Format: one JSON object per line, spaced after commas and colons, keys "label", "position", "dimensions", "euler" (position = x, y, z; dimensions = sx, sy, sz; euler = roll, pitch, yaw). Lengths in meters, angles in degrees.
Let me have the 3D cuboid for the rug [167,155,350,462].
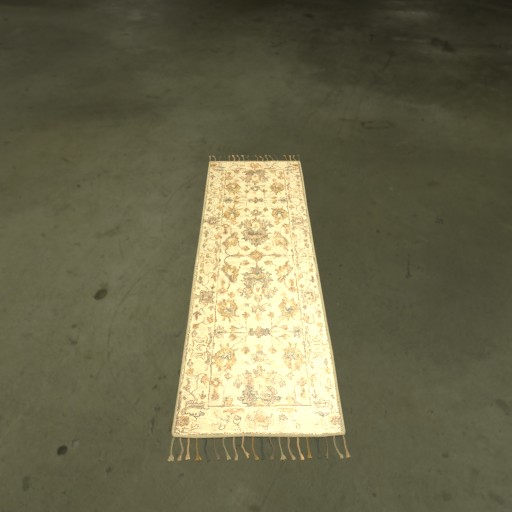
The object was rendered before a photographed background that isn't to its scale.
{"label": "rug", "position": [0.000, 0.000, 2.657], "dimensions": [0.729, 0.021, 2.438], "euler": [0, 42, 0]}
